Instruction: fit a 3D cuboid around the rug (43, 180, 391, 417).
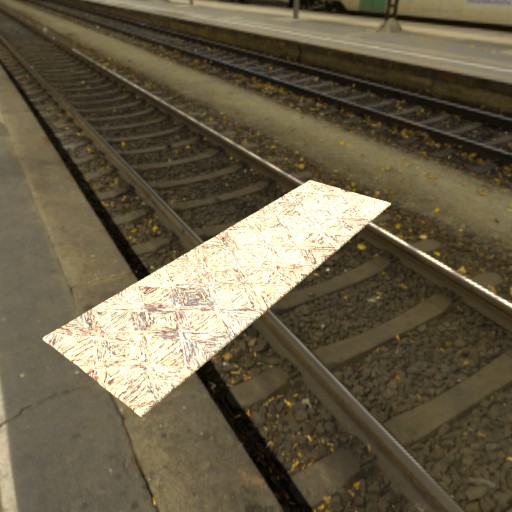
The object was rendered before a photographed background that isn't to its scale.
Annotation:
[{"bbox_3d":[0.000,0.000,2.599,0.688,0.015,2.292,23,39,31],"label":"rug"}]
